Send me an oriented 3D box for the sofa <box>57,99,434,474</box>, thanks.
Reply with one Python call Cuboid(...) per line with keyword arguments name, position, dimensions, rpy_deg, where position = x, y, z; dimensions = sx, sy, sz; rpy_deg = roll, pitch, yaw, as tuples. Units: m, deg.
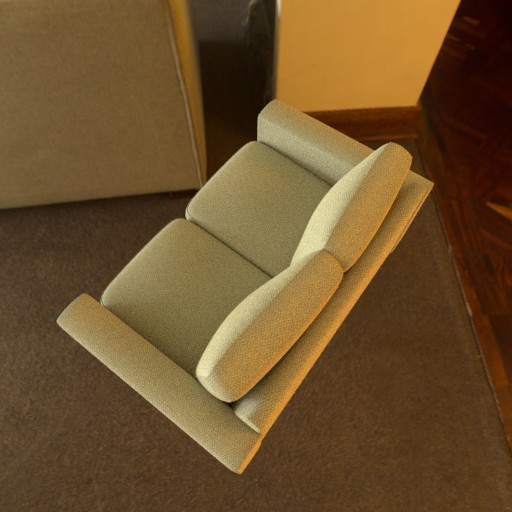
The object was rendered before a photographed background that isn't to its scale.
Cuboid(name="sofa", position=(0.000, 0.000, 2.146), dimensions=(1.016, 0.873, 1.616), rpy_deg=(34, 68, 16))
